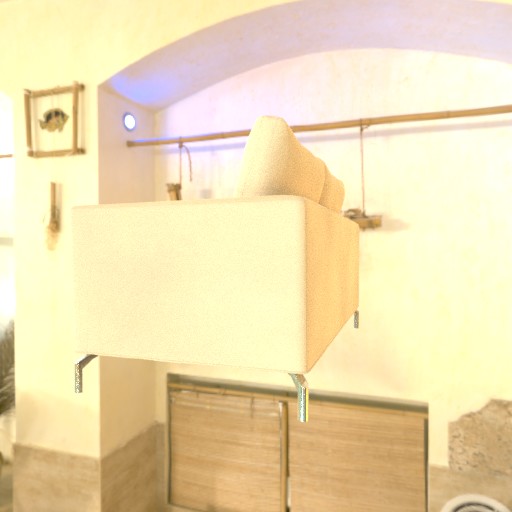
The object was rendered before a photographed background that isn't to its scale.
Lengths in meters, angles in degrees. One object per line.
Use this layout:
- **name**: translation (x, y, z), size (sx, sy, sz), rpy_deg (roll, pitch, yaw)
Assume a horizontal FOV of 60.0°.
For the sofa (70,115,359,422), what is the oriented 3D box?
- **sofa**: translation (0.000, 0.000, 2.313), size (0.906, 0.995, 1.739), rpy_deg (0, 1, 18)
